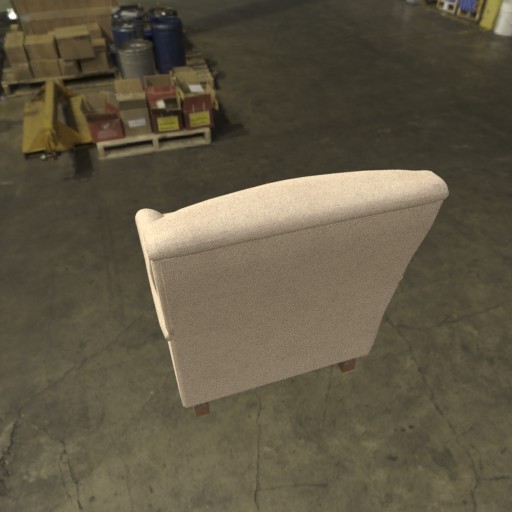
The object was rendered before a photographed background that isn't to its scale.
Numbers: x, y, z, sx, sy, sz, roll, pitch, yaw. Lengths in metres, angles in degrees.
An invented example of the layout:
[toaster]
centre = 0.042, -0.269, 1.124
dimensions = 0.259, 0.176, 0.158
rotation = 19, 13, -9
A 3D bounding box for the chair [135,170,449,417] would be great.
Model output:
[chair]
centre = 0.000, 0.000, 1.822
dimensions = 0.879, 1.119, 0.953
rotation = -12, 43, -14
